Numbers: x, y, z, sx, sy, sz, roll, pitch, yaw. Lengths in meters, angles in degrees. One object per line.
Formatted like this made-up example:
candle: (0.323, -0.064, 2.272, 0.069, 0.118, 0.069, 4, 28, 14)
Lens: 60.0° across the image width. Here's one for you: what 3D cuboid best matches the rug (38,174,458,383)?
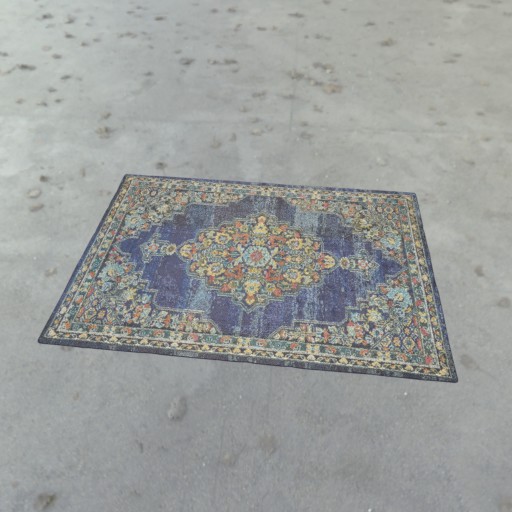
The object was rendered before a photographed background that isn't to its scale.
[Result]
rug: (0.000, 0.000, 3.756, 2.940, 0.011, 2.053, 4, 46, 4)
